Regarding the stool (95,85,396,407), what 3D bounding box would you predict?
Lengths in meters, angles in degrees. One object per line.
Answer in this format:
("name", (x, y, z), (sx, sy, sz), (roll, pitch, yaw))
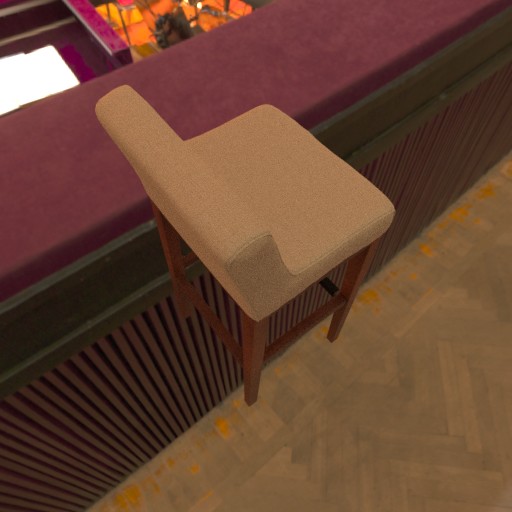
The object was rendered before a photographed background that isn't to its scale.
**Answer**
("stool", (0.000, 0.000, 1.316), (0.500, 1.037, 0.511), (-32, 62, -20))
